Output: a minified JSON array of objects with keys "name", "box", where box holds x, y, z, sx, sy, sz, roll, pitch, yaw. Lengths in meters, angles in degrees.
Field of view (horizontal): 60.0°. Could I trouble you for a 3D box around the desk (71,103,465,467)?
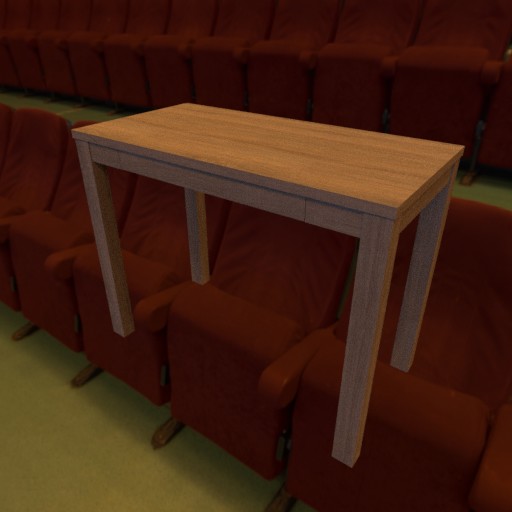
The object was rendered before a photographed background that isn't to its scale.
[{"name":"desk","box":[0.000,0.000,1.424,0.991,0.762,0.495,20,35,30]}]
